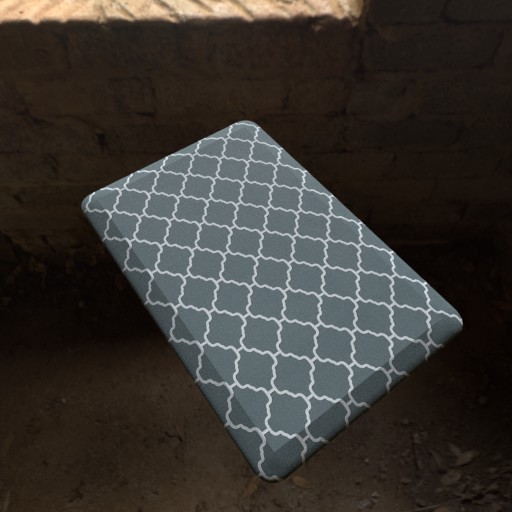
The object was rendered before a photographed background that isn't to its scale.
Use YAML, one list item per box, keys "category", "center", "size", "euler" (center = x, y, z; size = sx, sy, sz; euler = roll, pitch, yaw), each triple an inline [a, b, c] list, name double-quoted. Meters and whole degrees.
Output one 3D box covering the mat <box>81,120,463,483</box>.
- category: "mat"
  center: [0.000, 0.000, 0.966]
  size: [0.508, 0.021, 0.762]
  euler: [-32, 63, -19]
